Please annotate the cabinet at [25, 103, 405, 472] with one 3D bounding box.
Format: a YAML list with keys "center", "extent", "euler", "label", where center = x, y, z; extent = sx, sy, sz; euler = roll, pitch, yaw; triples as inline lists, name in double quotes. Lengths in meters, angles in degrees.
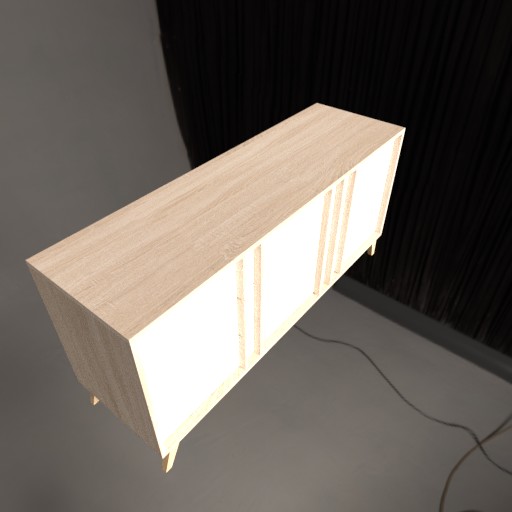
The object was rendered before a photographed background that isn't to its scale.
- center: [0.000, 0.000, 1.990]
  extent: [0.500, 0.780, 1.649]
  euler: [27, 47, 29]
  label: "cabinet"
